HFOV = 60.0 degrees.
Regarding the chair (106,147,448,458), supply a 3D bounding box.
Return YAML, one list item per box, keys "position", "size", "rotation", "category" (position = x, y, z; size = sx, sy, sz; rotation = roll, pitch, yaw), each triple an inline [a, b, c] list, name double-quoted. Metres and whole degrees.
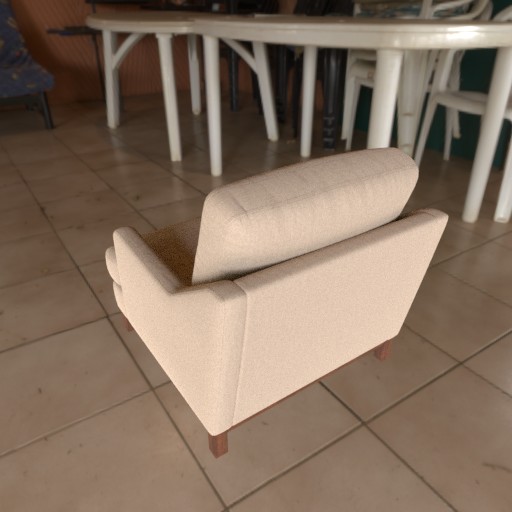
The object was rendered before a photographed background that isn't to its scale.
- position: [0.000, 0.000, 1.725]
  size: [0.912, 0.916, 1.001]
  rotation: [-19, 34, -30]
  category: "chair"
